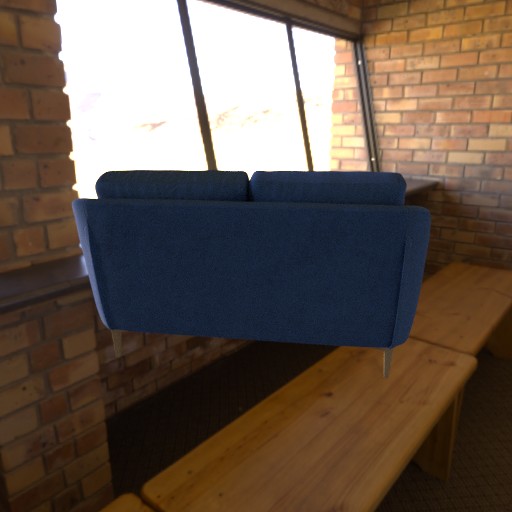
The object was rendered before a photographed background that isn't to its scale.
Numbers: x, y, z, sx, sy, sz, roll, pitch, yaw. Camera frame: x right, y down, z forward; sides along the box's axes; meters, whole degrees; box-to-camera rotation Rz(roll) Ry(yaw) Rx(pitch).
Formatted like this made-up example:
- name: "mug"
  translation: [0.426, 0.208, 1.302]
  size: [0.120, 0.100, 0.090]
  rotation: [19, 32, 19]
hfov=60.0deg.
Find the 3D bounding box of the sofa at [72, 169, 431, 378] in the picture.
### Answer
- name: "sofa"
  translation: [0.000, 0.000, 2.235]
  size: [1.619, 0.902, 0.960]
  rotation: [2, 16, 8]
